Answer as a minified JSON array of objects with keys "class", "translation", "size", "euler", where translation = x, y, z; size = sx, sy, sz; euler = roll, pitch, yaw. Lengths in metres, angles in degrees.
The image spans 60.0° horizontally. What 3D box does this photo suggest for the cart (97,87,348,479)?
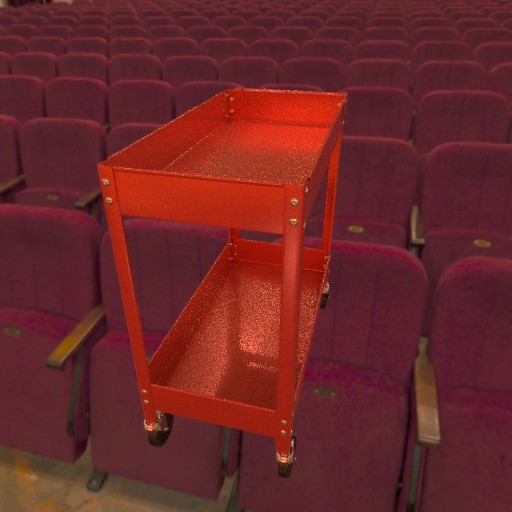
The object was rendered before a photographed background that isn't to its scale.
[{"class":"cart","translation":[0.000,0.000,1.164],"size":[0.366,0.719,0.779],"euler":[8,32,13]}]
